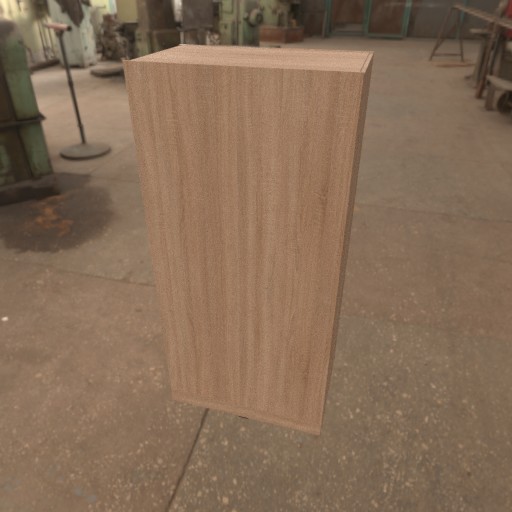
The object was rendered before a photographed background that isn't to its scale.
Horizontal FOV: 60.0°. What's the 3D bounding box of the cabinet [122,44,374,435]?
[{"bbox_3d":[0.000,0.000,2.548,1.001,2.121,0.590,9,33,14],"label":"cabinet"}]
